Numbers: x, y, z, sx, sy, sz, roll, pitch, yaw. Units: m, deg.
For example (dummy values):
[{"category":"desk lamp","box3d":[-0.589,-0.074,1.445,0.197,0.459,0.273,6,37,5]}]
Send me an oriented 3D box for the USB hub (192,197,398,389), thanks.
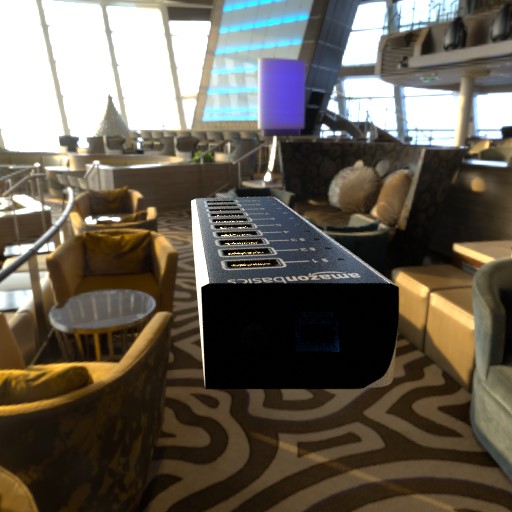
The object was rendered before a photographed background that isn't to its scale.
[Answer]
[{"category":"USB hub","box3d":[0.000,0.000,0.164,0.044,0.023,0.145,-2,16,-9]}]
